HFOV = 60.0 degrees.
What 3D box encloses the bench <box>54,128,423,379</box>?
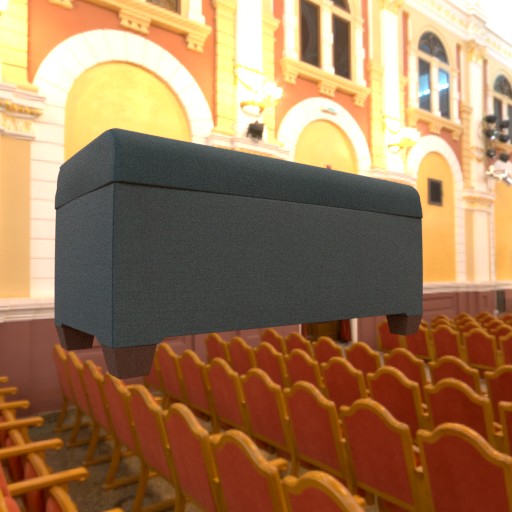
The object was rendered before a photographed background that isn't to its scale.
[{"bbox_3d":[0.000,0.000,1.257,0.995,0.474,0.476,1,-2,-37],"label":"bench"}]
